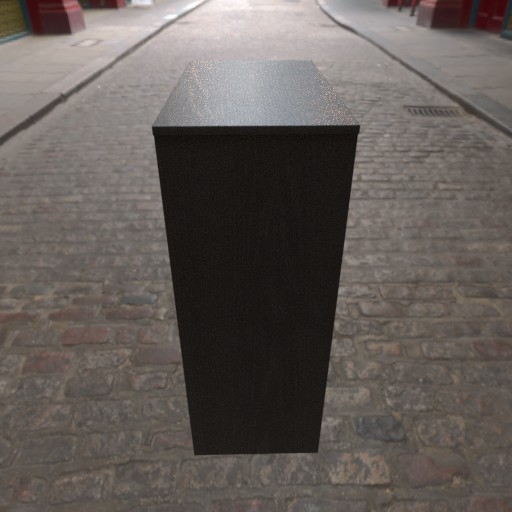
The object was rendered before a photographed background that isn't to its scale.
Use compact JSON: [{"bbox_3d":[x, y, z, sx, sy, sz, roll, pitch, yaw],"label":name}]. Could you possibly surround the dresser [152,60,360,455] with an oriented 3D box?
[{"bbox_3d":[0.000,0.000,1.383,0.398,1.020,0.700,-1,33,-1],"label":"dresser"}]
